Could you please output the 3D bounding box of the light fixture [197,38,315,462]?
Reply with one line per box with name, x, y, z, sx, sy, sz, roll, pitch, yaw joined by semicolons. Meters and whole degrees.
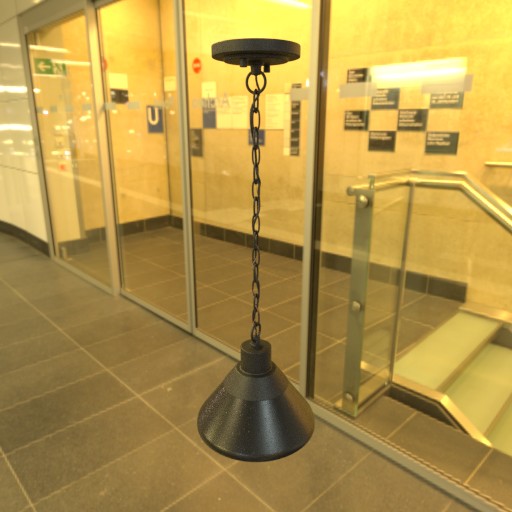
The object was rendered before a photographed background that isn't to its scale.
light fixture;0.000;0.000;0.680;0.201;0.588;0.201;8;18;26
